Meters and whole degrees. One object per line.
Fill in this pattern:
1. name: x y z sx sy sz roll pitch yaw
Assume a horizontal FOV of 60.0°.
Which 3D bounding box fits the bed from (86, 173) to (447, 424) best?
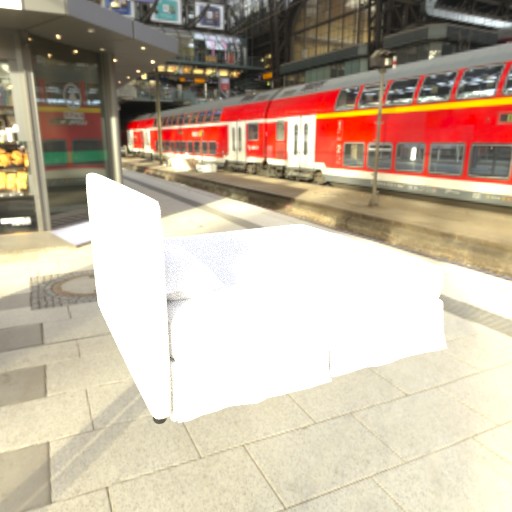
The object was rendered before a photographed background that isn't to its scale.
1. bed: 0.000 0.000 3.688 2.341 1.317 2.119 -8 17 -26
